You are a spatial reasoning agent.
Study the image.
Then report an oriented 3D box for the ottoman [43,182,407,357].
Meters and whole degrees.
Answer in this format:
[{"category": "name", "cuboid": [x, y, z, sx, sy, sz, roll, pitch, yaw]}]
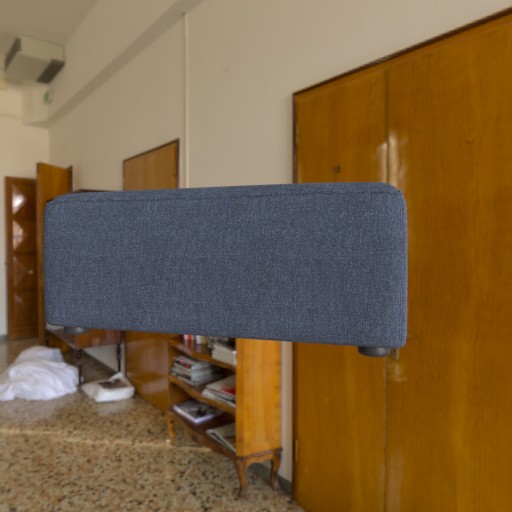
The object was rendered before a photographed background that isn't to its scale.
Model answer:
[{"category": "ottoman", "cuboid": [0.000, 0.000, 1.582, 1.000, 0.439, 1.000, 1, 2, 17]}]
